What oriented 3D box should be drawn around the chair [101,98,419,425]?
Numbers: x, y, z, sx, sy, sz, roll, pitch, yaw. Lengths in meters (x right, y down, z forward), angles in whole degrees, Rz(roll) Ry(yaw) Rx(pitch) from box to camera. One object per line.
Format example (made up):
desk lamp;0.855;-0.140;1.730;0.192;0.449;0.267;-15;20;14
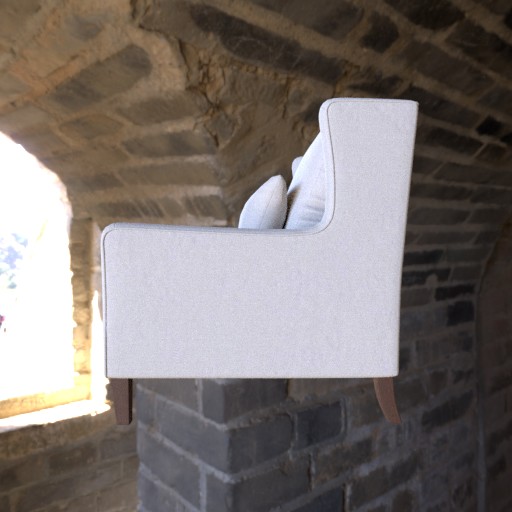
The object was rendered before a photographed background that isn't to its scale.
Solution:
chair;0.000;0.000;1.841;1.040;1.056;0.982;0;1;-1
